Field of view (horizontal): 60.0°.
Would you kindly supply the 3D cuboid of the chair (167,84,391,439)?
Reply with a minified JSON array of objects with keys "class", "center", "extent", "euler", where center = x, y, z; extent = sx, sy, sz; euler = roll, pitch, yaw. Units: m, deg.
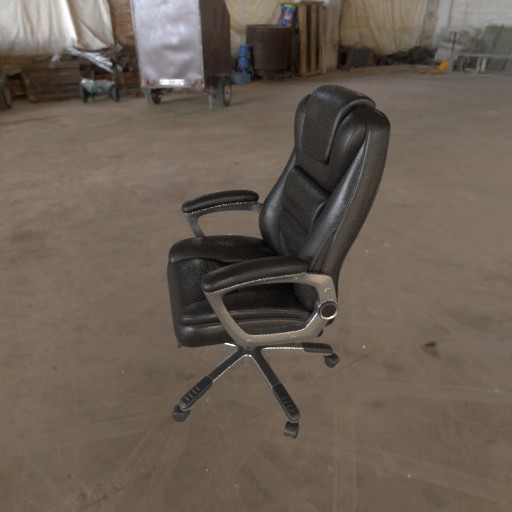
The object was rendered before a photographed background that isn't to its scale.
[{"class":"chair","center":[0.000,0.000,1.530],"extent":[0.689,1.075,0.697],"euler":[-7,29,-12]}]
